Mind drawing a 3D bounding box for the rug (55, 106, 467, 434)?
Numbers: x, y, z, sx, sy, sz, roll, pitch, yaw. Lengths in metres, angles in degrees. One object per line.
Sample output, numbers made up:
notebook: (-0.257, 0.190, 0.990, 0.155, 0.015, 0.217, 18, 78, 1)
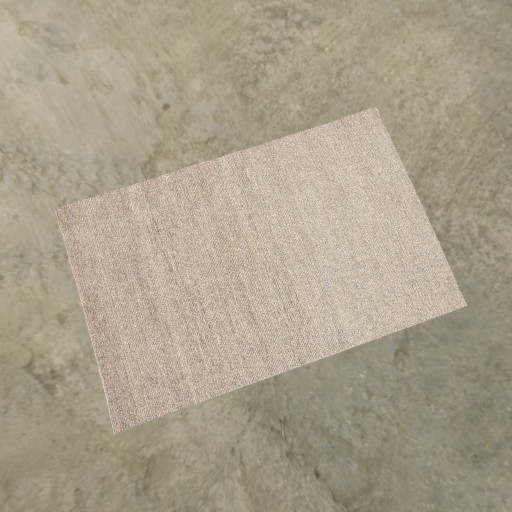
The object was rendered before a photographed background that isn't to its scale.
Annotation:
rug: (0.000, 0.000, 2.216, 1.792, 0.021, 1.154, -19, 77, -4)
